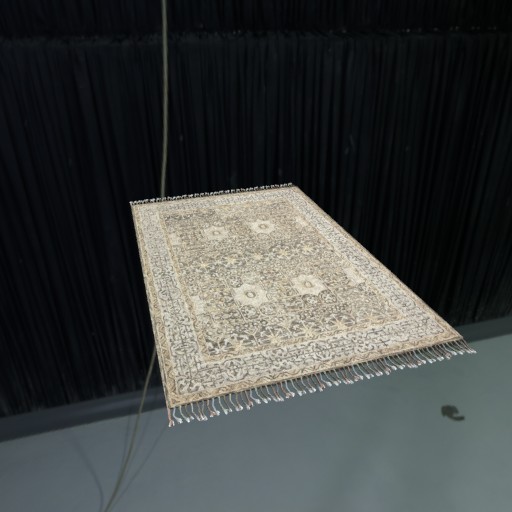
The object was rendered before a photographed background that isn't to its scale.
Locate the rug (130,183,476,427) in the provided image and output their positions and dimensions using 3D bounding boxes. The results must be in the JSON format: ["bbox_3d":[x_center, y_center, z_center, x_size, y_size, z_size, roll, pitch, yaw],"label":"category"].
[{"bbox_3d":[0.000,0.000,2.462,1.237,0.010,2.029,-9,31,-15],"label":"rug"}]
